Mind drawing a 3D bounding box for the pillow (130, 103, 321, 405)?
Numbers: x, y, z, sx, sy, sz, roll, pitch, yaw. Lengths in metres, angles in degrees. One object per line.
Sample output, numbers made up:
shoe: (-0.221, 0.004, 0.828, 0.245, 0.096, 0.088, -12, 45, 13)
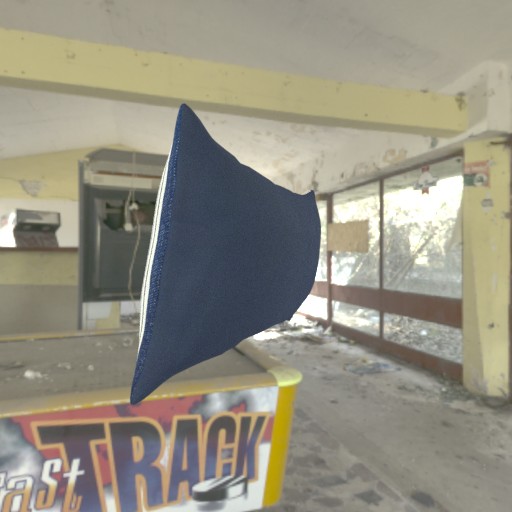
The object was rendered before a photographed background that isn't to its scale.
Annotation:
pillow: (0.000, 0.000, 0.706, 0.156, 0.292, 0.608, 0, 0, 19)
